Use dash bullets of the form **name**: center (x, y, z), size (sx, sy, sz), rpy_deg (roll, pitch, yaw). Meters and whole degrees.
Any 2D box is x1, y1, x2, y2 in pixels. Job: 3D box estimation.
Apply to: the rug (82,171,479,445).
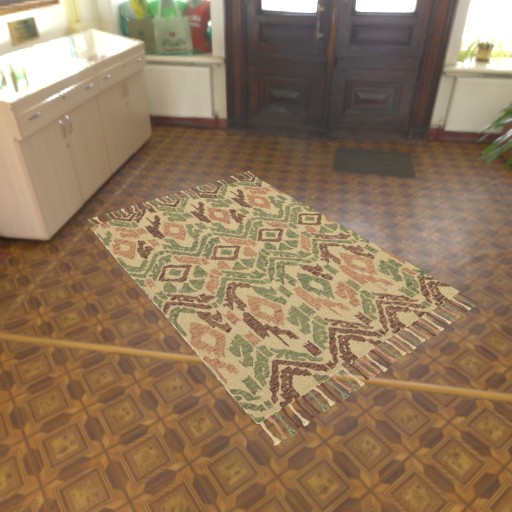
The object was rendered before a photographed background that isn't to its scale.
- **rug**: center (0.000, 0.000, 2.318), size (1.219, 0.010, 1.829), rpy_deg (-23, 40, -30)
